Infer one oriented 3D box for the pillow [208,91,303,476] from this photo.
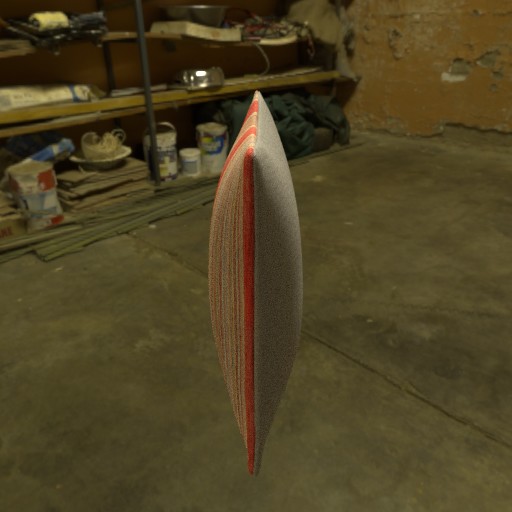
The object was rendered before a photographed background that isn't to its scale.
[{"bbox_3d":[0.000,0.000,0.661,0.136,0.419,0.437,0,27,1],"label":"pillow"}]
